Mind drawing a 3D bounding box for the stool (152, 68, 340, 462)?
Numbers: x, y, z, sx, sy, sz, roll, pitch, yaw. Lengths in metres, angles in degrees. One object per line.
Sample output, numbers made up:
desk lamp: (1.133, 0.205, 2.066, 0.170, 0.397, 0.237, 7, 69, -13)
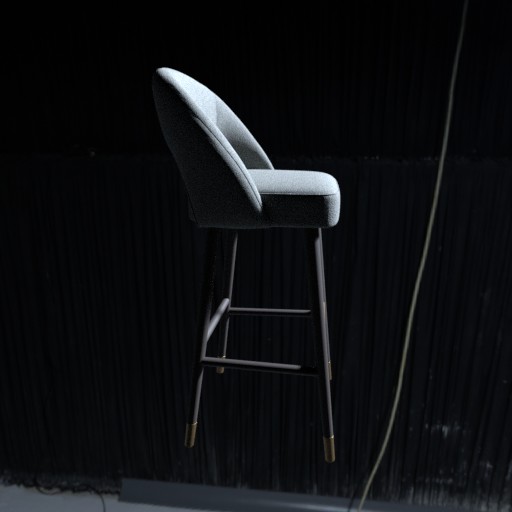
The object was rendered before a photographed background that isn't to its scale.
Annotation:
stool: (0.000, 0.000, 1.388, 0.524, 1.089, 0.536, 2, 16, 8)
